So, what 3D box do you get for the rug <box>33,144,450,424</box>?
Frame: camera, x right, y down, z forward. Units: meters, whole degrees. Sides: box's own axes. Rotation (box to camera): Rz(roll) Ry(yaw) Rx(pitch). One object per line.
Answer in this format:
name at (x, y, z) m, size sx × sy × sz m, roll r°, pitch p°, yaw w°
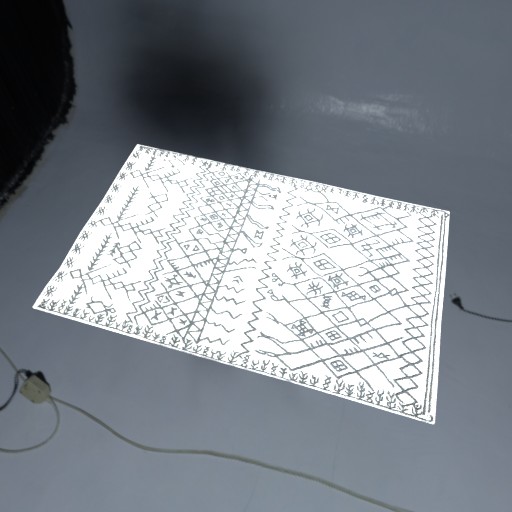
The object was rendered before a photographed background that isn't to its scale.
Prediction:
rug at (0.000, 0.000, 2.968) m, size 2.444 × 0.012 × 1.530 m, roll 14°, pitch 57°, yaw 9°
